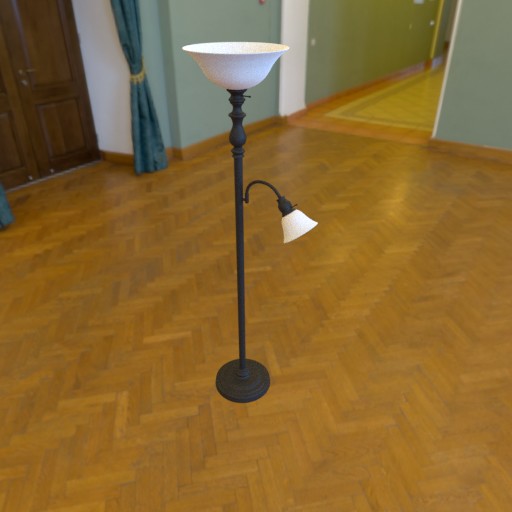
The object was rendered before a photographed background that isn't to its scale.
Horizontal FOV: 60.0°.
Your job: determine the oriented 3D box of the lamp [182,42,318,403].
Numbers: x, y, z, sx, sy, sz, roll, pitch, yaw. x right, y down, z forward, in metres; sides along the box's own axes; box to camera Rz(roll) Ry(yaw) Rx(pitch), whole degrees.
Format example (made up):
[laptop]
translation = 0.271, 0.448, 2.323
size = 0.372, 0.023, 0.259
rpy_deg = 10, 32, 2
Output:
[lamp]
translation = 0.000, 0.000, 2.105
size = 0.588, 1.793, 0.405
rpy_deg = 18, 35, 28
